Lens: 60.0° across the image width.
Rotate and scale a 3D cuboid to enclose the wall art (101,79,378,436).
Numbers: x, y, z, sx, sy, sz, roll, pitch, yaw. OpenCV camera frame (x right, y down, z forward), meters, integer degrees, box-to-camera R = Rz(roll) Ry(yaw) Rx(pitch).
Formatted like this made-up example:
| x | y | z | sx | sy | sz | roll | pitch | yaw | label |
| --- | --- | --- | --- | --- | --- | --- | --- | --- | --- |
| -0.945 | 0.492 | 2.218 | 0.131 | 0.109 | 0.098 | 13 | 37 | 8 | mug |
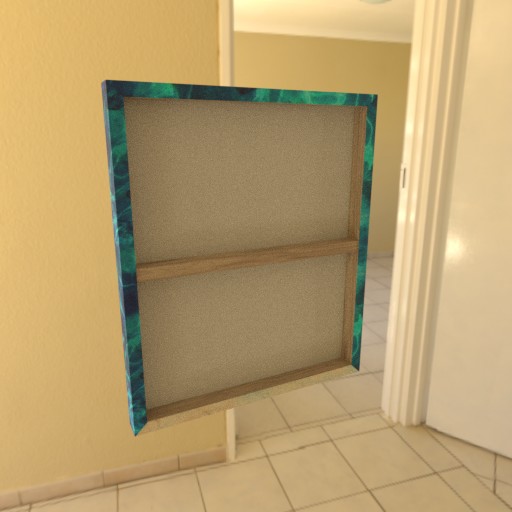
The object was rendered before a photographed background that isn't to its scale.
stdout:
| x | y | z | sx | sy | sz | roll | pitch | yaw | label |
| --- | --- | --- | --- | --- | --- | --- | --- | --- | --- |
| 0.000 | 0.000 | 0.718 | 0.432 | 0.508 | 0.038 | -7 | 17 | -26 | wall art |
